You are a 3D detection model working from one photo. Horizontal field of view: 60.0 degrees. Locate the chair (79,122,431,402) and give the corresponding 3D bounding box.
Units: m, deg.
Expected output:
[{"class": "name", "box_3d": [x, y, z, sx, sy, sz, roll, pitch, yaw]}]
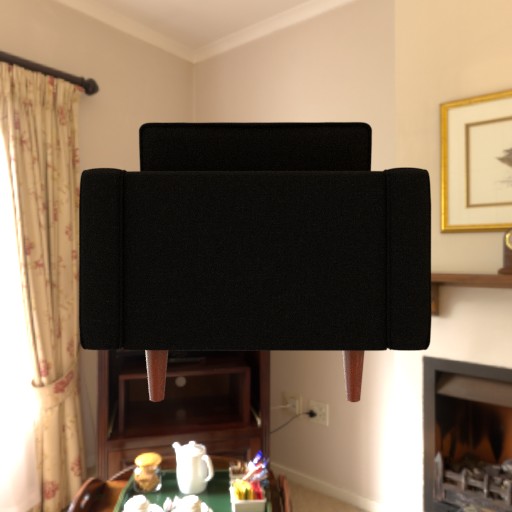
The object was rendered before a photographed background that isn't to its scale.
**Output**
[{"class": "chair", "box_3d": [0.000, 0.000, 1.549, 0.899, 0.770, 0.920, 0, 0, 0]}]
